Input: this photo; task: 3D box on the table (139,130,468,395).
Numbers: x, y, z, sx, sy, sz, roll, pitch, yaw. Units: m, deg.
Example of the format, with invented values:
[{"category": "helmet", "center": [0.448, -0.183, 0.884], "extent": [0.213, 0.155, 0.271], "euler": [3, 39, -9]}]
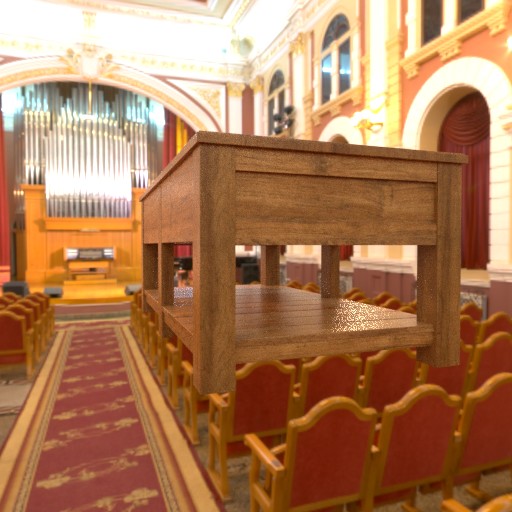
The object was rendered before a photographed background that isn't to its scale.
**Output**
[{"category": "table", "center": [0.000, 0.000, 1.441], "extent": [0.635, 0.480, 1.150], "euler": [0, 1, -20]}]
